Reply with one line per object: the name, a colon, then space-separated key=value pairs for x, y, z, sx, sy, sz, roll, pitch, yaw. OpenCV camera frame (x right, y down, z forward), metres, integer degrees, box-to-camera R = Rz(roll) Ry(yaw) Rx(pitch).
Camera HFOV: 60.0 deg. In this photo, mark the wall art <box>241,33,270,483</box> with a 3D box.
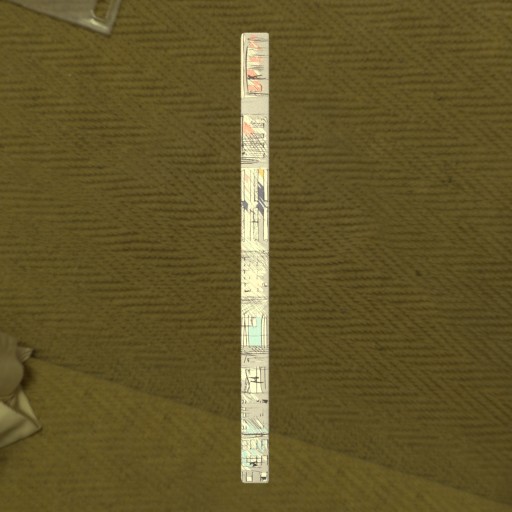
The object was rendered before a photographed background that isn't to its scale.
wall art: x=0.000 y=0.000 z=0.898 sx=0.038 sy=0.608 sz=0.607 roll=0 pitch=91 yaw=0
